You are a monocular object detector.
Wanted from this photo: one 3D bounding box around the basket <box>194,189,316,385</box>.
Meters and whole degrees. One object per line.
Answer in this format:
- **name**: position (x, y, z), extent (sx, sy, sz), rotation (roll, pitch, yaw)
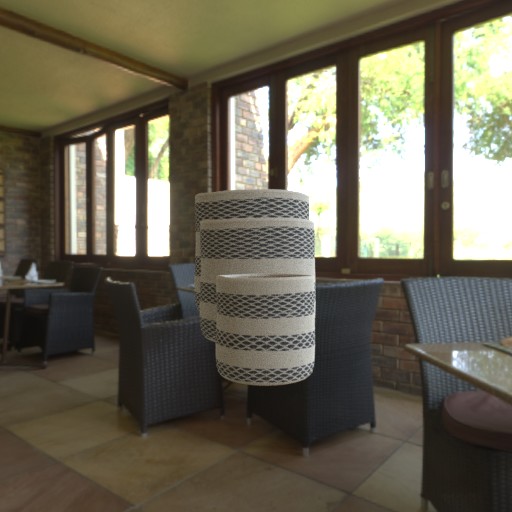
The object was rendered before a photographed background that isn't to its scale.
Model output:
- **basket**: position (0.000, 0.000, 1.068), extent (0.351, 0.356, 0.917), rotation (0, 1, -2)
